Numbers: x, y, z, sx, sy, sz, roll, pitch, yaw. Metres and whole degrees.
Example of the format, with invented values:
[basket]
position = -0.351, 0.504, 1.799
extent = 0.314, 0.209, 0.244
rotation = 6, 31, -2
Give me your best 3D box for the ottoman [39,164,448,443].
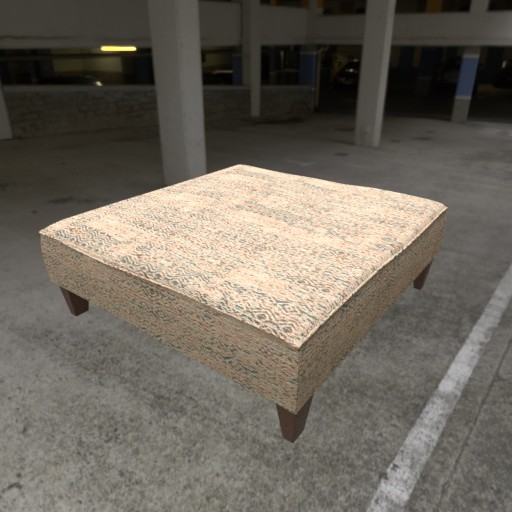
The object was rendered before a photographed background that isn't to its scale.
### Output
[ottoman]
position = 0.000, 0.000, 1.534
extent = 0.968, 0.356, 1.004
rotation = 18, 31, 33
